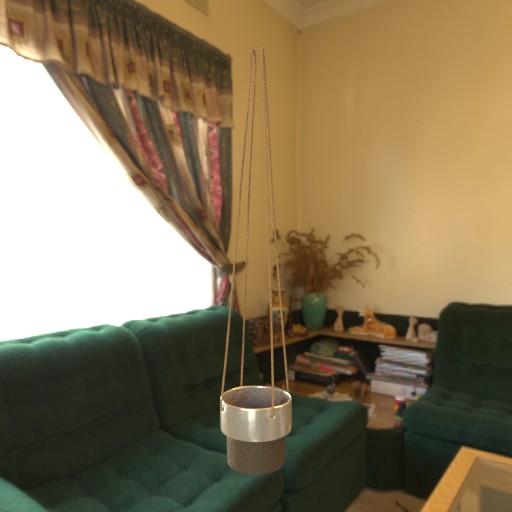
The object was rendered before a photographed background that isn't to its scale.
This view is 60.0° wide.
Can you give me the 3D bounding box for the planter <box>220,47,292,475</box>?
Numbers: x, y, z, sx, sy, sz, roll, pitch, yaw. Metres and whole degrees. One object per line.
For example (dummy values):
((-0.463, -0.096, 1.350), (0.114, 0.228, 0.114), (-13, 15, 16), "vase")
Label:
((0.000, 0.000, 1.155), (0.187, 1.073, 0.187), (0, 1, 19), "planter")
